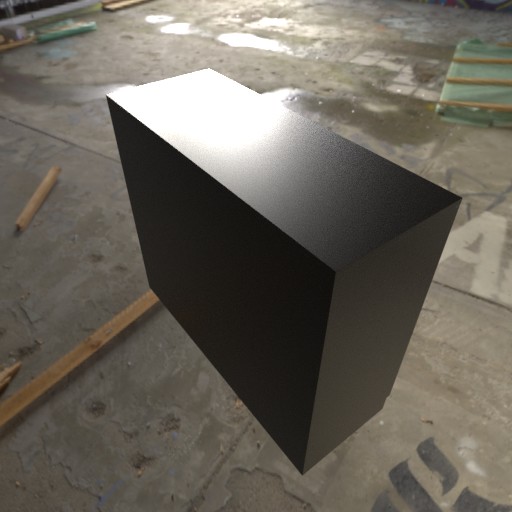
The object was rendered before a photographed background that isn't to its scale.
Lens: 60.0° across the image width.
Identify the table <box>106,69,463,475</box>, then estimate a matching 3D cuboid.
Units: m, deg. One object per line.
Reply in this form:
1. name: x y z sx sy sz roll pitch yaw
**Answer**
1. table: 0.000 0.000 1.347 0.380 0.790 0.930 -27 48 -27
